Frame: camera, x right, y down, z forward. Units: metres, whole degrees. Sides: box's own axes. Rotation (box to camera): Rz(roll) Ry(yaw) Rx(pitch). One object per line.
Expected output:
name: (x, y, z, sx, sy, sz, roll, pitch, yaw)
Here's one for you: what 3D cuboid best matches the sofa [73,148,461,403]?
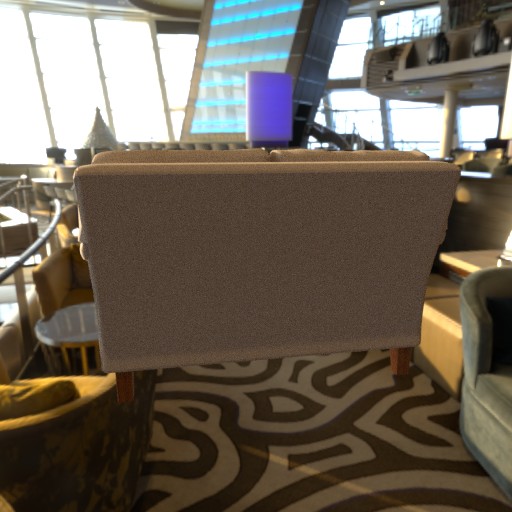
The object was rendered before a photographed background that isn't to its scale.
sofa: (0.000, 0.000, 2.208, 1.508, 1.048, 1.087, -3, 15, -10)
